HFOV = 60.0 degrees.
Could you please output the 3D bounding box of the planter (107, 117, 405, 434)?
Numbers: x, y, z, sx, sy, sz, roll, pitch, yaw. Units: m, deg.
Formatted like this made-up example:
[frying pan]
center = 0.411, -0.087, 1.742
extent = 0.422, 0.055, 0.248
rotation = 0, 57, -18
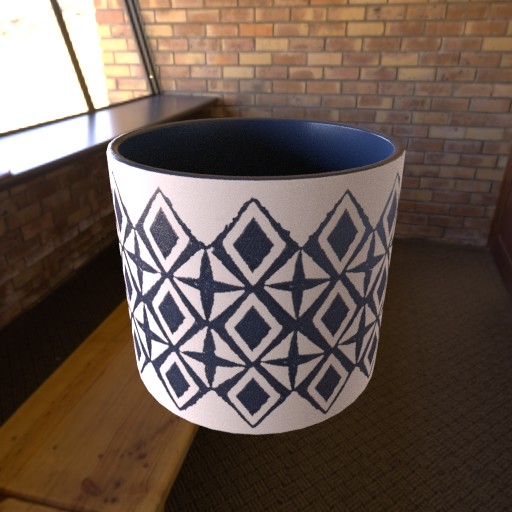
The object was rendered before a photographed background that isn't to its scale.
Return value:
[planter]
center = 0.000, 0.000, 0.315
extent = 0.182, 0.165, 0.182
rotation = 0, 26, 0
